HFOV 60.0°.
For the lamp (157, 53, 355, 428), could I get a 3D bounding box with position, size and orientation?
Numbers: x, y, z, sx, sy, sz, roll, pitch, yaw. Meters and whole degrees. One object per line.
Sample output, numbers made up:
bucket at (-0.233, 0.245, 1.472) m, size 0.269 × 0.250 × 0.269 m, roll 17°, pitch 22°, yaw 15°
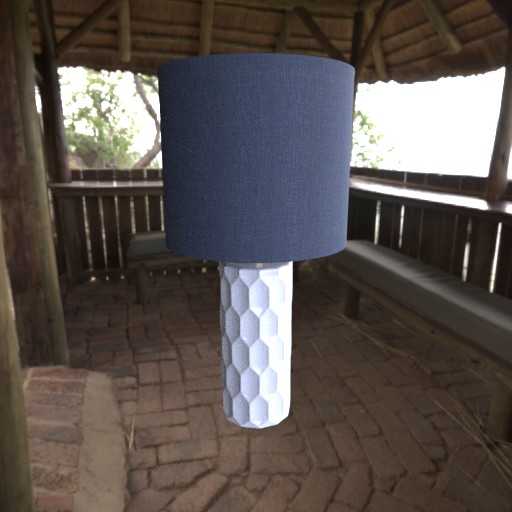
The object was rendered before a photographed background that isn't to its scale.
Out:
lamp at (0.000, 0.000, 0.696) m, size 0.277 × 0.537 × 0.277 m, roll 2°, pitch 14°, yaw 9°
